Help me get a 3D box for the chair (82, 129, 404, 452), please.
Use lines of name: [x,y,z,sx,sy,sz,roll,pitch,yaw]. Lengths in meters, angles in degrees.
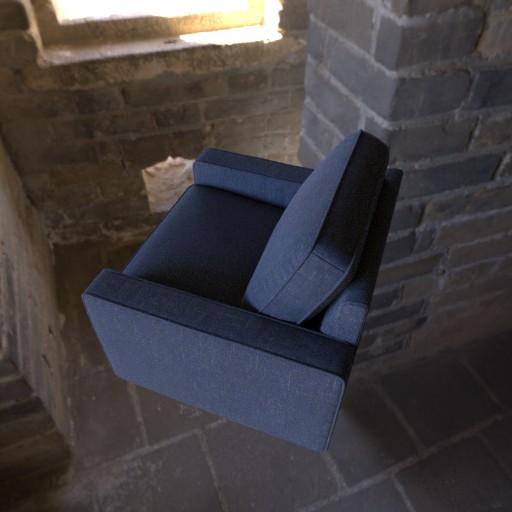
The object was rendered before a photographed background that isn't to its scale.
chair: [0.000,0.000,1.786,0.940,0.919,1.017,15,47,14]
